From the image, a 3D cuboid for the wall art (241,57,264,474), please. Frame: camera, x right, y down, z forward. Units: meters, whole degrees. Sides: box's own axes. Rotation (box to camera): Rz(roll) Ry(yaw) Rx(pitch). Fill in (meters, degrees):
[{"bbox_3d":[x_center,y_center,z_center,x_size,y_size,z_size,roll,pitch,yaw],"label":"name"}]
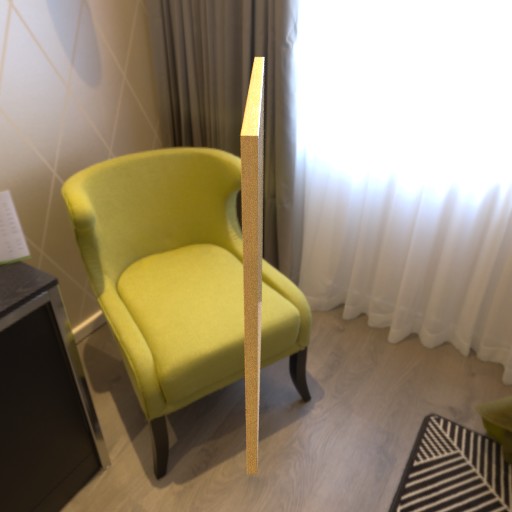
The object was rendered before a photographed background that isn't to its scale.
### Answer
[{"bbox_3d":[0.000,0.000,1.357,0.030,1.002,0.798,1,33,1],"label":"wall art"}]
